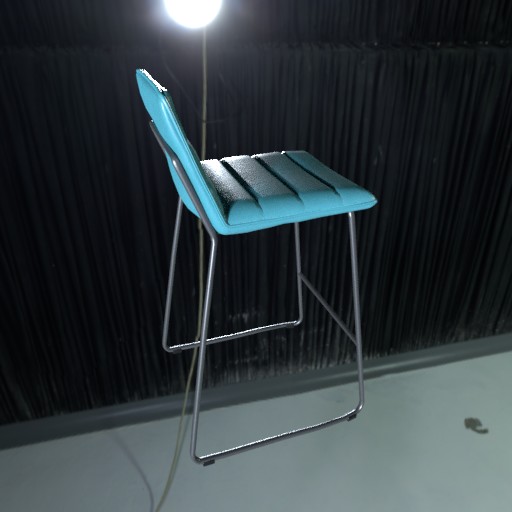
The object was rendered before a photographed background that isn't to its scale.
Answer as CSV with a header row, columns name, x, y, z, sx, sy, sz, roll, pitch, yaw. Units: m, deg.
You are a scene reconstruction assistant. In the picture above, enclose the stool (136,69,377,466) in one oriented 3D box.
name,x,y,z,sx,sy,sz,roll,pitch,yaw
stool,0.000,0.000,1.211,0.524,0.936,0.489,-10,31,-17
